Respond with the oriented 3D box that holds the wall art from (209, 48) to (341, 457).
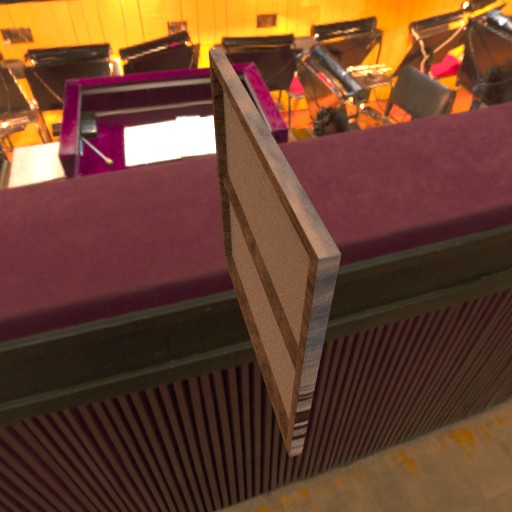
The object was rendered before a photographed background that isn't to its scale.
[{"bbox_3d":[0.000,0.000,1.126,0.035,0.747,0.747,-12,47,-11],"label":"wall art"}]
